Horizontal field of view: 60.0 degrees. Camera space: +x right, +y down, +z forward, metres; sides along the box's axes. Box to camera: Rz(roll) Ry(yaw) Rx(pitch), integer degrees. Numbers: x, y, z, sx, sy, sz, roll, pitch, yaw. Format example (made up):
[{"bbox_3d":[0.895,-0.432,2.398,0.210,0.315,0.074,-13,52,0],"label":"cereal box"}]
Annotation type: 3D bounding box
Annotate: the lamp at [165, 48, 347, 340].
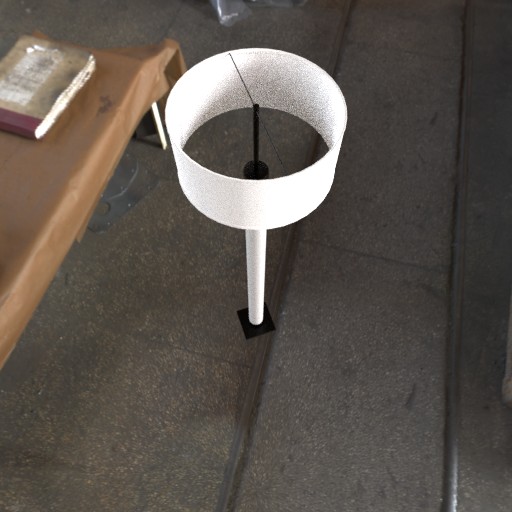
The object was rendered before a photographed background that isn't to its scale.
[{"bbox_3d":[0.000,0.000,1.665,0.420,1.475,0.420,-17,64,-9],"label":"lamp"}]
